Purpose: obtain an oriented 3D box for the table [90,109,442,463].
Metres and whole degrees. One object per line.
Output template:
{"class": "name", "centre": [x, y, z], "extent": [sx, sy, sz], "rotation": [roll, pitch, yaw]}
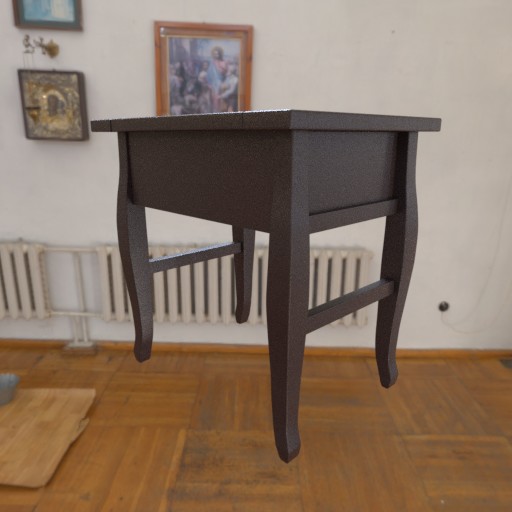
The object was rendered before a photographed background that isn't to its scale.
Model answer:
{"class": "table", "centre": [0.000, 0.000, 1.024], "extent": [0.460, 0.605, 0.602], "rotation": [-14, 21, -42]}
